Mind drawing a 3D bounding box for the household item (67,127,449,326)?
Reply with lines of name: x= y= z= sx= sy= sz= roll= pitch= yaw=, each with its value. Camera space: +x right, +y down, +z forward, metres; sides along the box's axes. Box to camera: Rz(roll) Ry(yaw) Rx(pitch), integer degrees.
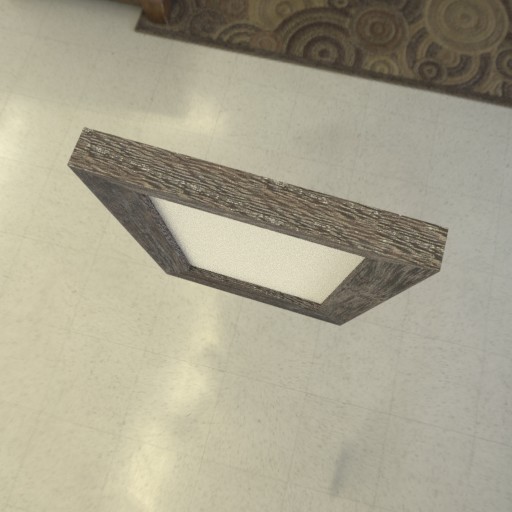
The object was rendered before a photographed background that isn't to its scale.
household item: x=0.000 y=0.000 z=0.241 sx=0.133 sy=0.180 sz=0.020 roll=16 pitch=76 yaw=4
